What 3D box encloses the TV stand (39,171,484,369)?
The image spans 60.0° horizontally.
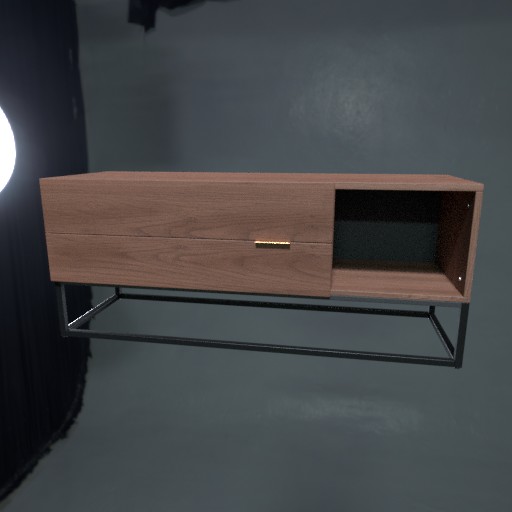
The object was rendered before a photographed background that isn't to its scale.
[{"bbox_3d":[0.000,0.000,1.416,1.200,0.500,0.415,2,14,10],"label":"TV stand"}]
